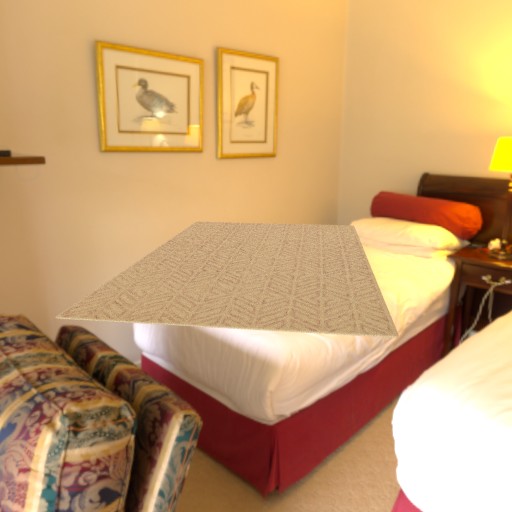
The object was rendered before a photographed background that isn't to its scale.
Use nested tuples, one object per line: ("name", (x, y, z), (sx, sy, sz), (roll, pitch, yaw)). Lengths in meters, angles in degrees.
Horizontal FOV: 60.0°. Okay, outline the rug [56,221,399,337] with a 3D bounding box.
("rug", (0.000, 0.000, 3.086), (1.523, 0.008, 2.438), (2, 15, 8))
